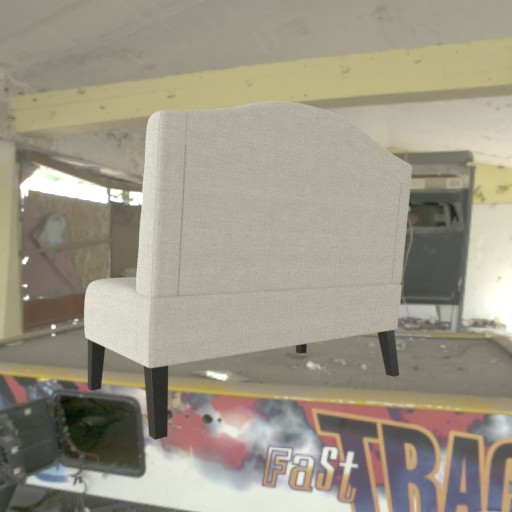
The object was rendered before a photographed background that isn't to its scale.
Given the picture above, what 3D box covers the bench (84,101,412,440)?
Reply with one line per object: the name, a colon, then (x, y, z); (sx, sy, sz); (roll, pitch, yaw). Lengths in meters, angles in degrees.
bench: (0.000, 0.000, 2.060); (1.335, 1.180, 0.815); (0, 0, -37)
